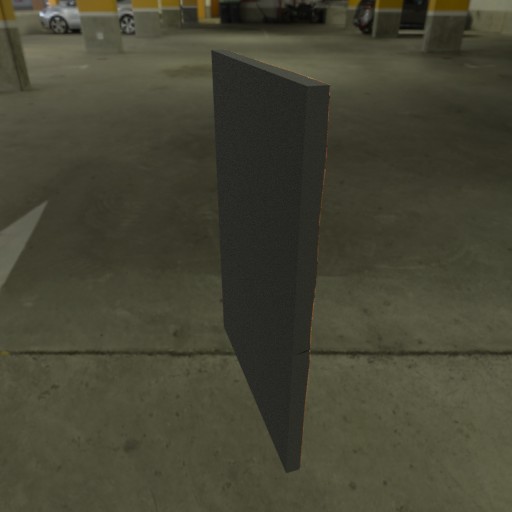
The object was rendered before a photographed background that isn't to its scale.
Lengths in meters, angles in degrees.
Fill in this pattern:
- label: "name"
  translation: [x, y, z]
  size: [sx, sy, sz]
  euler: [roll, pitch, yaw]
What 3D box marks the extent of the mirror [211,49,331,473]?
- label: "mirror"
  translation: [0.000, 0.000, 1.134]
  size: [0.044, 0.912, 0.606]
  euler: [-9, 31, -16]
